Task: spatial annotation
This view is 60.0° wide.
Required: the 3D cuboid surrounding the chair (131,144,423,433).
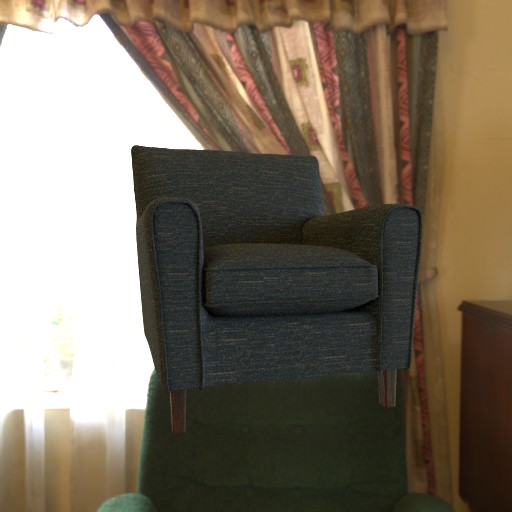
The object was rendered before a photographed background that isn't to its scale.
[{"bbox_3d":[0.000,0.000,1.622,0.864,0.928,0.873,0,2,-17],"label":"chair"}]
